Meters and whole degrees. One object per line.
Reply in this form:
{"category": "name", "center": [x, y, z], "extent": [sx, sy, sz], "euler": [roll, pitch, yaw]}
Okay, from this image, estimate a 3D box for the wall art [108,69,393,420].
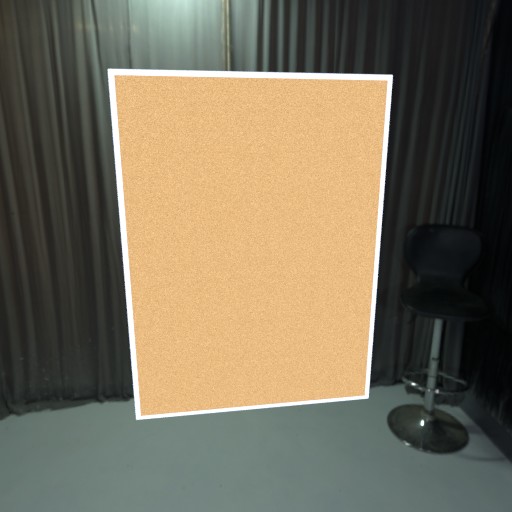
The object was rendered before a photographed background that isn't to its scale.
{"category": "wall art", "center": [0.000, 0.000, 1.585], "extent": [0.914, 1.221, 0.046], "euler": [-2, 15, -9]}
